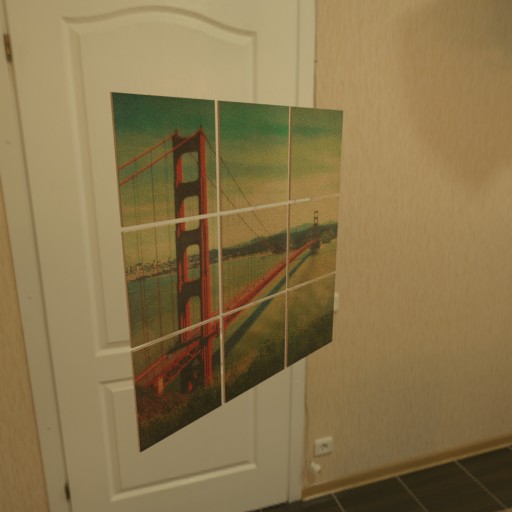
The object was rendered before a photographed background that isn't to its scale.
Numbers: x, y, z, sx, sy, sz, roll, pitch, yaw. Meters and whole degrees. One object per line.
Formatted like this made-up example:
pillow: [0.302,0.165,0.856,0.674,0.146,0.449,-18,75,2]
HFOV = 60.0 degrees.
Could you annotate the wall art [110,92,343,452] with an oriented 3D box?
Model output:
wall art: [0.000,0.000,2.312,0.014,1.507,1.519,13,20,41]
